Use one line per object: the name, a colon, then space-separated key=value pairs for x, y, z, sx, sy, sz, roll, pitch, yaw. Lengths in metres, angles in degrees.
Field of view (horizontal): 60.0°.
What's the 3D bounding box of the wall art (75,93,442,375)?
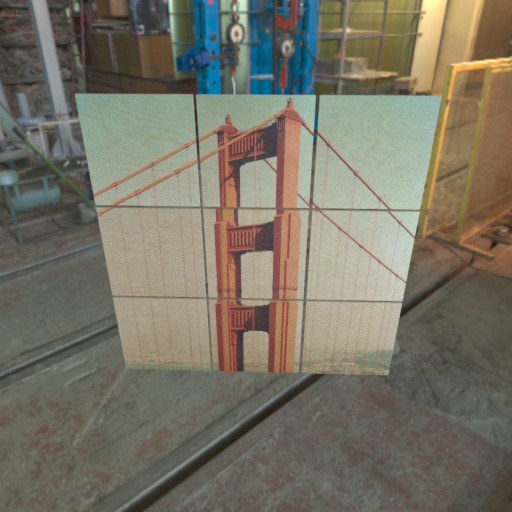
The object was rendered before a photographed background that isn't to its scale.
wall art: x=0.000 y=0.000 z=2.202 sx=1.517 sy=1.523 sz=0.013 roll=1 pitch=29 yaw=2
